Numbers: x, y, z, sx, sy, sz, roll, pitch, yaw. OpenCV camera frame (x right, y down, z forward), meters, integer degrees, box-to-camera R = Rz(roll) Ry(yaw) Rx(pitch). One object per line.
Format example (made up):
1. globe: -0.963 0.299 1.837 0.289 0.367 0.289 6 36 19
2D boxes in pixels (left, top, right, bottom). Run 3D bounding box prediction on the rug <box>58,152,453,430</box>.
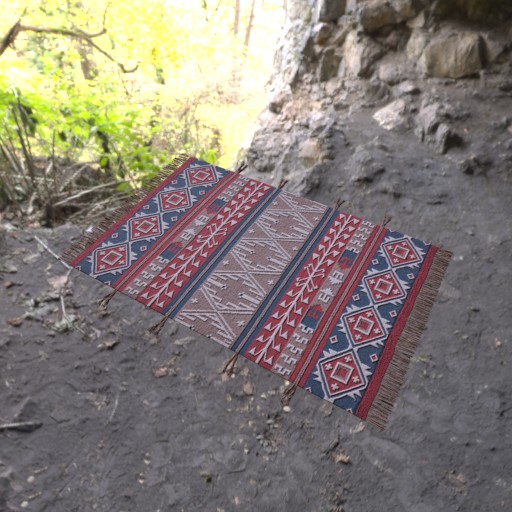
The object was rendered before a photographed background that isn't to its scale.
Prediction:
1. rug: 0.000 0.000 2.623 2.025 0.040 1.469 23 52 20
